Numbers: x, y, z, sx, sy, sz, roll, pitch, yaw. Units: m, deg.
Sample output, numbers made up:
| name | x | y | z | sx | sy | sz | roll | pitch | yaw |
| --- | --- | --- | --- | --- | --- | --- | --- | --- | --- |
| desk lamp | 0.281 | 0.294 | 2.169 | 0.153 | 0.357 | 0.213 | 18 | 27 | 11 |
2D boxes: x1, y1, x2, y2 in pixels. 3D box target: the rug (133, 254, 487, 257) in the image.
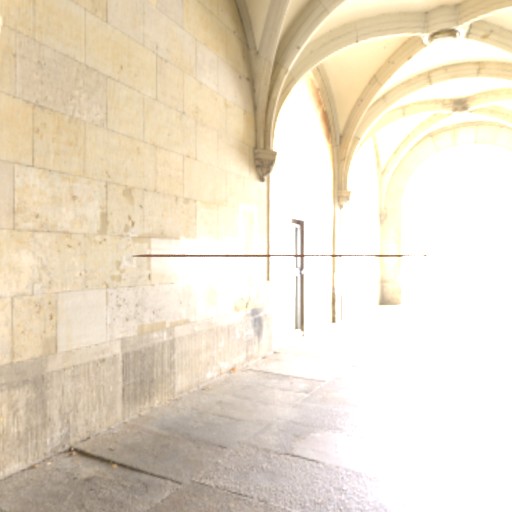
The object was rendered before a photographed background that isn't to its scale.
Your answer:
| name | x | y | z | sx | sy | sz | roll | pitch | yaw |
| --- | --- | --- | --- | --- | --- | --- | --- | --- | --- |
| rug | 0.000 | 0.000 | 2.323 | 1.219 | 0.008 | 1.829 | 0 | 0 | -16 |
